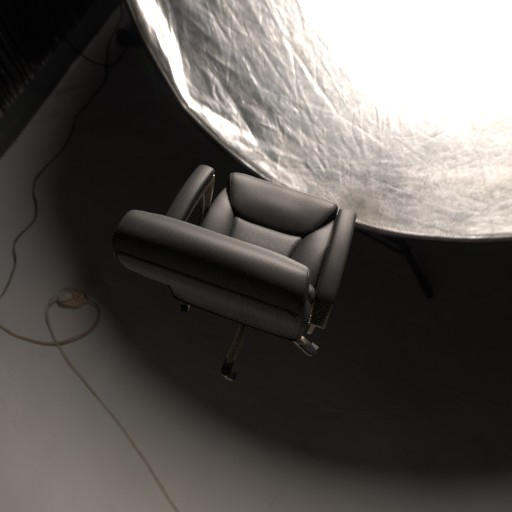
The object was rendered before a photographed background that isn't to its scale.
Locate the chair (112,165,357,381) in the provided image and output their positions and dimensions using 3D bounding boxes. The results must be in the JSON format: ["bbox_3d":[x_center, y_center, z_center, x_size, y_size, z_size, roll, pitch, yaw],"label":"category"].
[{"bbox_3d":[0.000,0.000,1.649,0.694,1.188,0.748,19,66,9],"label":"chair"}]
